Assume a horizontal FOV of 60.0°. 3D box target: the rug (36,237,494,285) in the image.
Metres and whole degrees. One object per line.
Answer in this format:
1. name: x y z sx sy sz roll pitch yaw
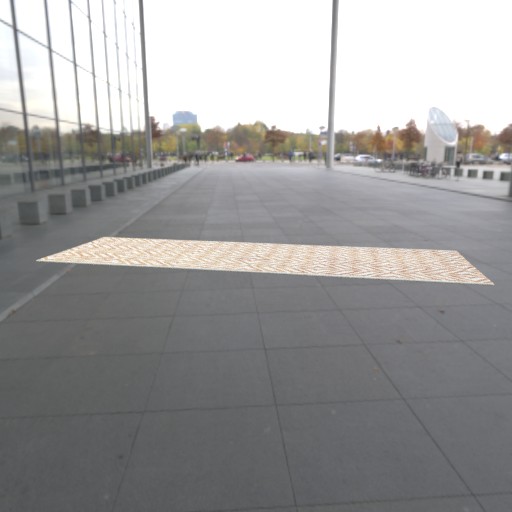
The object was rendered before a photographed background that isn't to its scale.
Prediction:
1. rug: 0.000 0.000 2.671 2.435 0.009 0.750 3 13 11
